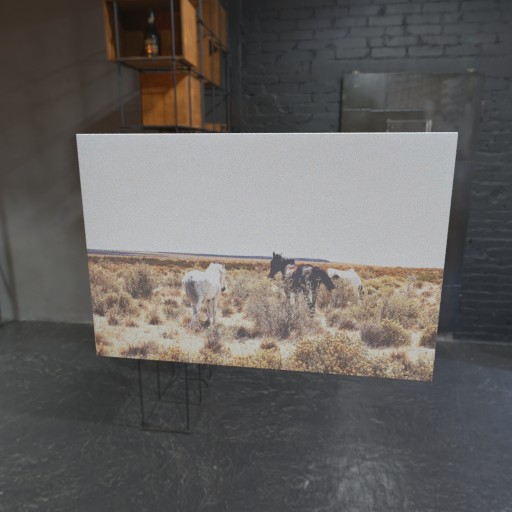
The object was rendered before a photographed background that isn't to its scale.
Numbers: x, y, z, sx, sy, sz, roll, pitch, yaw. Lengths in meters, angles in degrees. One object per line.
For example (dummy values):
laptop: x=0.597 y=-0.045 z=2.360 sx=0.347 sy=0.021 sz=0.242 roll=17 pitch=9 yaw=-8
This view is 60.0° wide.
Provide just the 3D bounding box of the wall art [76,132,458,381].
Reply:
wall art: x=0.000 y=0.000 z=1.147 sx=0.914 sy=0.610 sz=0.050 roll=2 pitch=14 yaw=9
